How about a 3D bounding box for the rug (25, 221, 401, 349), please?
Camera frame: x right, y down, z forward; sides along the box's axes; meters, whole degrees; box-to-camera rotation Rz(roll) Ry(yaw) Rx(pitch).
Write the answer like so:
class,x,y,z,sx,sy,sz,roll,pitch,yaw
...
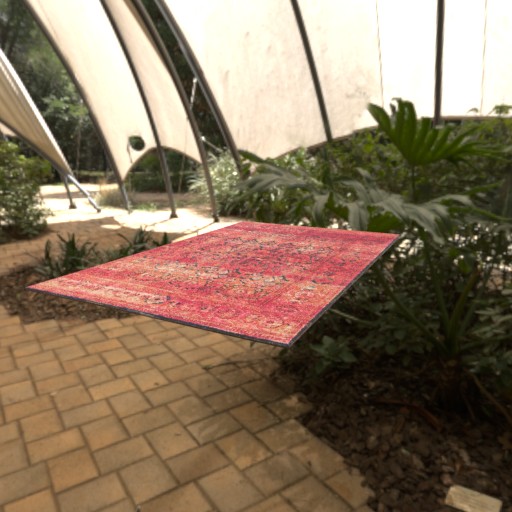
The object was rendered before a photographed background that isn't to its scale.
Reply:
class,x,y,z,sx,sy,sz,roll,pitch,yaw
rug,0.000,0.000,3.078,1.539,0.018,2.449,7,16,26
